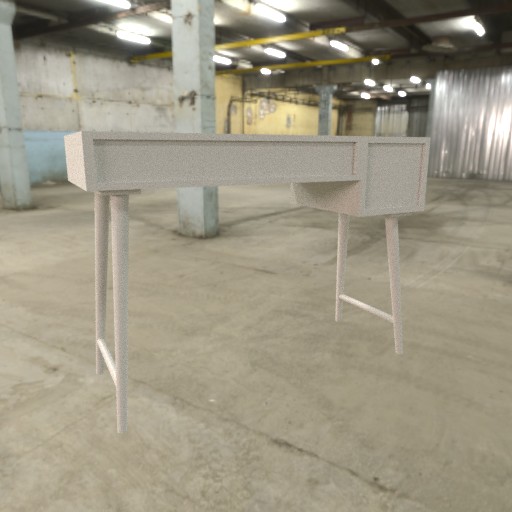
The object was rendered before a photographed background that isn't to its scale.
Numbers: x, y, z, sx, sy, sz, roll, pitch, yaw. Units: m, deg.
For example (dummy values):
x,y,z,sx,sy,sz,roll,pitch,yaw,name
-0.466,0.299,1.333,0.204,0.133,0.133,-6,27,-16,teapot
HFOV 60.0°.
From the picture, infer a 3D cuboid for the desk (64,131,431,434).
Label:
x,y,z,sx,sy,sz,roll,pitch,yaw,name
0.000,0.000,1.464,1.069,0.761,0.409,-7,15,-27,desk
